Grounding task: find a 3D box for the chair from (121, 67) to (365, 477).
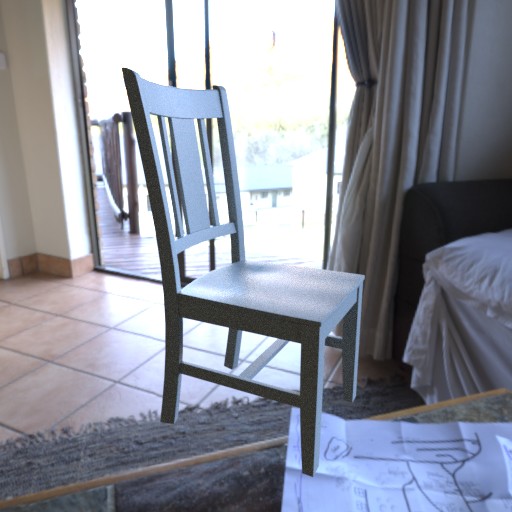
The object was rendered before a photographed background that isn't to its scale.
[{"bbox_3d":[0.000,0.000,1.289,0.555,0.998,0.450,8,17,26],"label":"chair"}]
